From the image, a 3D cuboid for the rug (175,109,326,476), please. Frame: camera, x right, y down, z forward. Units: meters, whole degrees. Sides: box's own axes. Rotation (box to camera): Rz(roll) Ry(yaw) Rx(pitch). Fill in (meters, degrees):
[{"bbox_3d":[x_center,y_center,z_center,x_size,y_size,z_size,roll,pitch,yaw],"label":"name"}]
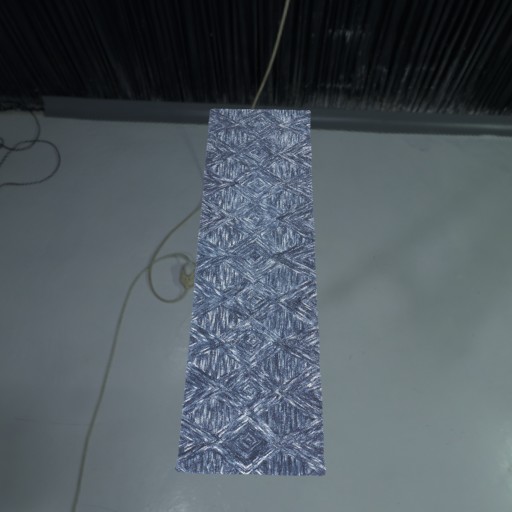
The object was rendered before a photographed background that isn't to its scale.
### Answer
[{"bbox_3d":[0.000,0.000,2.605,0.719,0.013,2.306,1,64,1],"label":"rug"}]
